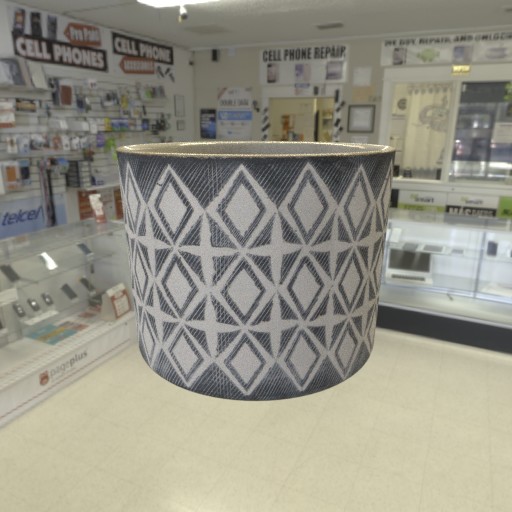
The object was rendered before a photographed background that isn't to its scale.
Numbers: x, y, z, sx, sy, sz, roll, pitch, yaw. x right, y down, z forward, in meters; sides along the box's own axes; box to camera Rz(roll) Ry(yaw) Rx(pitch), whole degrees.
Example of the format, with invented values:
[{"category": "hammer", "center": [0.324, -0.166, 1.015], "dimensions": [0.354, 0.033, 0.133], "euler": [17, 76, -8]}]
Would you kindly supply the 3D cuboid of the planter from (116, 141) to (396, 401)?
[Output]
[{"category": "planter", "center": [0.000, 0.000, 0.341], "dimensions": [0.192, 0.165, 0.192], "euler": [0, 17, 0]}]
